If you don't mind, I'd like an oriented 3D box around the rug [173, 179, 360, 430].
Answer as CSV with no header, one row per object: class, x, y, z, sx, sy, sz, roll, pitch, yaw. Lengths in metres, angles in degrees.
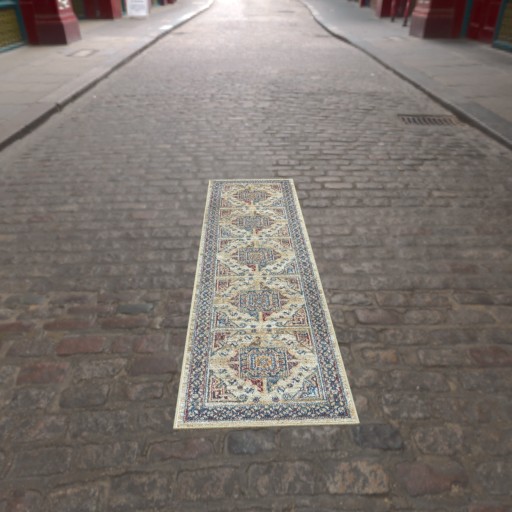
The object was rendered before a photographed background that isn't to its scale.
rug,0.000,0.000,2.542,0.661,0.013,2.297,-1,32,-2
